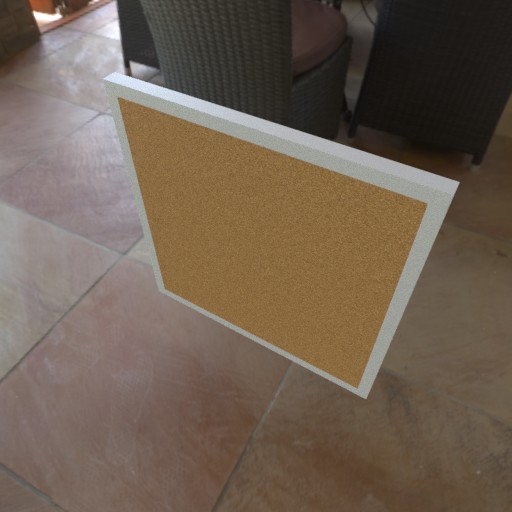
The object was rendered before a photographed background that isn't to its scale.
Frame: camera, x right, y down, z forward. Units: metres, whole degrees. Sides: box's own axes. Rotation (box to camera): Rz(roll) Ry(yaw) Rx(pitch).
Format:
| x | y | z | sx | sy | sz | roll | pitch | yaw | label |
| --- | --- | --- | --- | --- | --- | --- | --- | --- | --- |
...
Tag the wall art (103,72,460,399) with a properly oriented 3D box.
| x | y | z | sx | sy | sz | roll | pitch | yaw | label |
| --- | --- | --- | --- | --- | --- | --- | --- | --- | --- |
| 0.000 | 0.000 | 1.135 | 0.762 | 0.762 | 0.038 | 24 | 52 | 20 | wall art |
